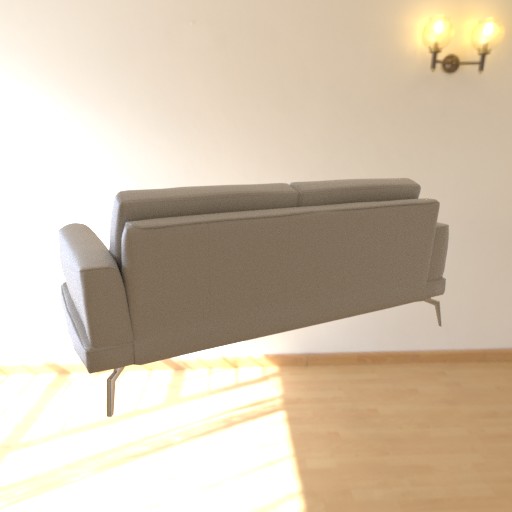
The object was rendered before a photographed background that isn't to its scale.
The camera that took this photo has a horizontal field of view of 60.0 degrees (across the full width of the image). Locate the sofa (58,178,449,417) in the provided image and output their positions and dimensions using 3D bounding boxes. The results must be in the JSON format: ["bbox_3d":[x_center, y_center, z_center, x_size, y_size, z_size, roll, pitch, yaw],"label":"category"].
[{"bbox_3d":[0.000,0.000,2.673,2.177,0.930,1.121,-7,16,-27],"label":"sofa"}]
